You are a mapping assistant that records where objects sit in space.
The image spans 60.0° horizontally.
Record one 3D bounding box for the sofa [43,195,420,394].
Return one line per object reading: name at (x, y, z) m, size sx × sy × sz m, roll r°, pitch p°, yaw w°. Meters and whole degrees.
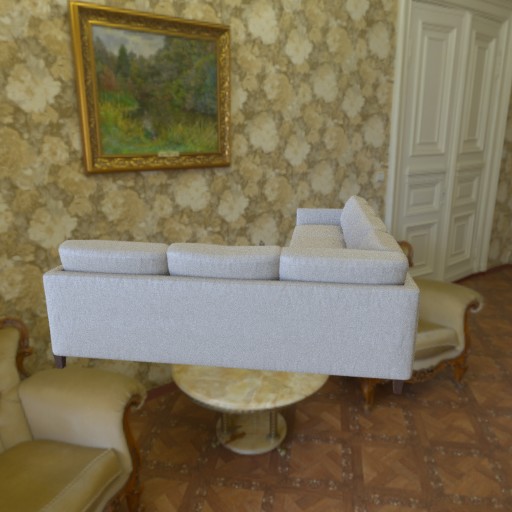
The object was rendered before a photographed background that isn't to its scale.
sofa at (0.000, 0.000, 4.462) m, size 2.522 × 0.934 × 3.333 m, roll 2°, pitch 15°, yaw 8°
